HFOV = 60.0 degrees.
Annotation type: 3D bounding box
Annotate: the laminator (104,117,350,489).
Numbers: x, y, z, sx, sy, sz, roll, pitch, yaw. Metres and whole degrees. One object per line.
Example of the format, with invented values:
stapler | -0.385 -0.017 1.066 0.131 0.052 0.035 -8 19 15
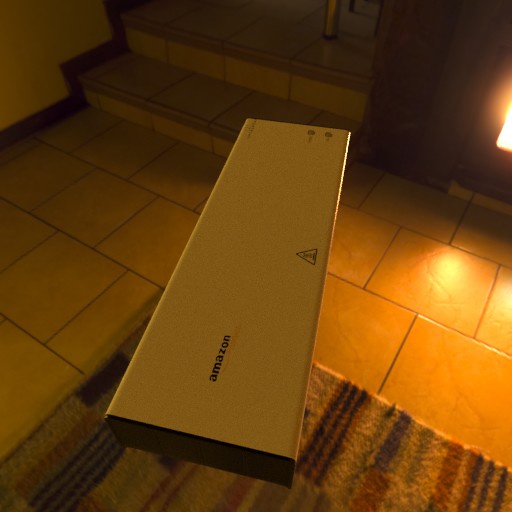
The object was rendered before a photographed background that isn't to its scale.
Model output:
laminator | 0.000 0.000 0.380 0.123 0.062 0.340 10 48 9
